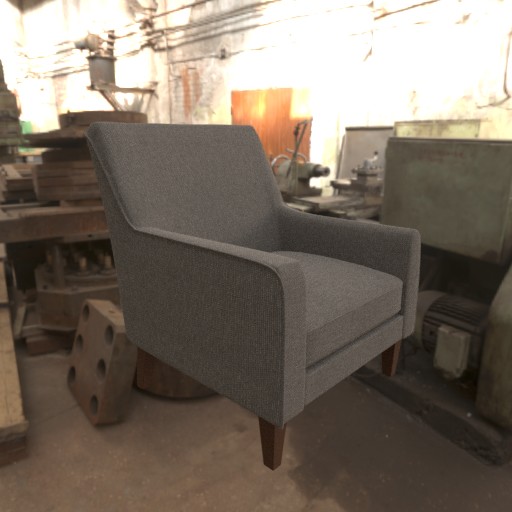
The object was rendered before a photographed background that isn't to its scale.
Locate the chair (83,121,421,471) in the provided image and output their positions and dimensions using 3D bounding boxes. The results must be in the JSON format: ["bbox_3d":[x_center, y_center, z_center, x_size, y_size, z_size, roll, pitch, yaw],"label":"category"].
[{"bbox_3d":[0.000,0.000,1.577,0.899,0.919,0.780,14,20,42],"label":"chair"}]
